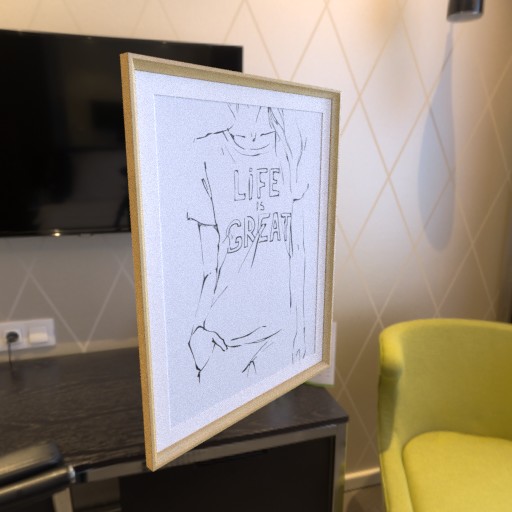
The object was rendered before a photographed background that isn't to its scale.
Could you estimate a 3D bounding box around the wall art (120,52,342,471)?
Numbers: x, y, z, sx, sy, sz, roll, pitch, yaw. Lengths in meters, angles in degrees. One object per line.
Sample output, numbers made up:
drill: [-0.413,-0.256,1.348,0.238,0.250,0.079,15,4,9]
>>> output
wall art: [0.000,0.000,1.319,0.030,1.002,0.798,12,18,42]
